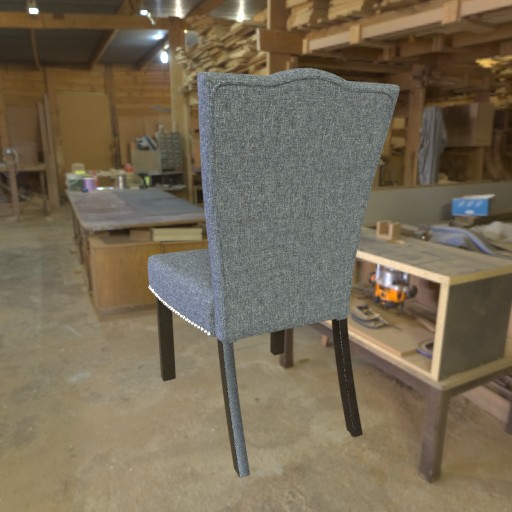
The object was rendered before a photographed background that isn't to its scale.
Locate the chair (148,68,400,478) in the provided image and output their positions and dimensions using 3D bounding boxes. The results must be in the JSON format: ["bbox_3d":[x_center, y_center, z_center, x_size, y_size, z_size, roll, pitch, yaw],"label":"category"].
[{"bbox_3d":[0.000,0.000,1.284,0.518,0.946,0.589,-7,16,-25],"label":"chair"}]
